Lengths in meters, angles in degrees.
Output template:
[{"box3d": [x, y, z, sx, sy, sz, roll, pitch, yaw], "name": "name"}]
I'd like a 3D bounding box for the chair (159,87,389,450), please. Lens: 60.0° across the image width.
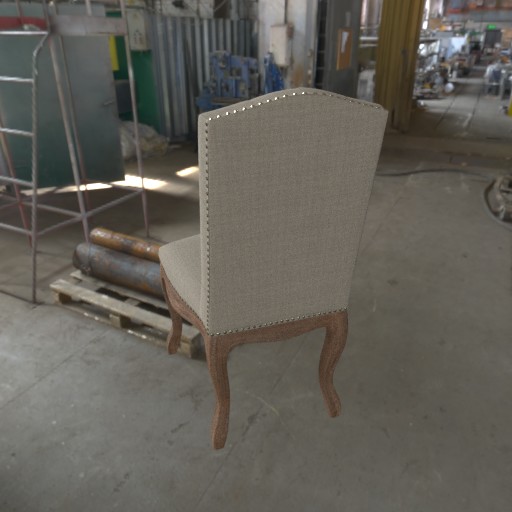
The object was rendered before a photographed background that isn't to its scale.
[{"box3d": [0.000, 0.000, 1.585, 0.637, 1.191, 0.731, -9, 28, -17], "name": "chair"}]
